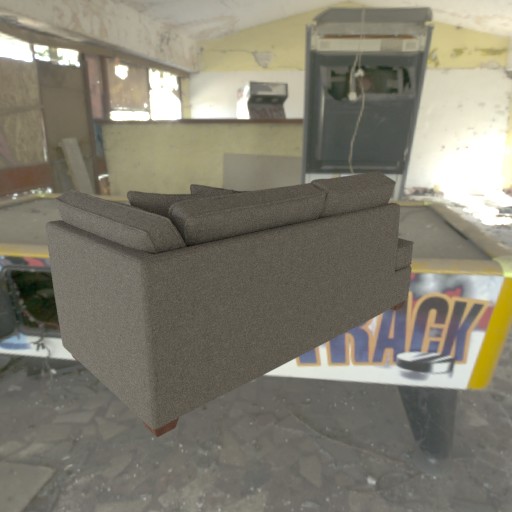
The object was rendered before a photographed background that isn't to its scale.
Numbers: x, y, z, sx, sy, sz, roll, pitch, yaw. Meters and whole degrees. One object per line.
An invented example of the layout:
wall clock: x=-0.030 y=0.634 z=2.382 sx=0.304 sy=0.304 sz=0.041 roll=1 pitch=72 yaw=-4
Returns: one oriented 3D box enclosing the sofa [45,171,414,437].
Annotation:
sofa: x=0.000 y=0.000 z=2.890 sx=2.237 sy=1.033 sz=1.110 roll=-15 pitch=22 yaw=-42
